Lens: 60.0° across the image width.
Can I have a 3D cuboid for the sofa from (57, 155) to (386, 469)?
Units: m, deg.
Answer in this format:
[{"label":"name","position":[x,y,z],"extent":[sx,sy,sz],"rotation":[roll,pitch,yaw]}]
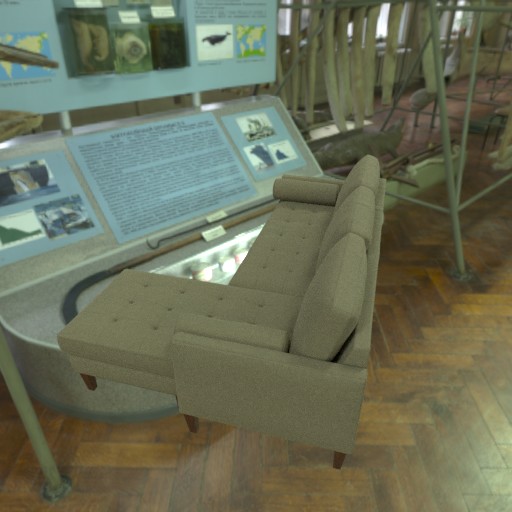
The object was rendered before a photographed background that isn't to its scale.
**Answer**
[{"label":"sofa","position":[0.000,0.000,2.854],"extent":[1.506,0.875,2.178],"rotation":[8,31,14]}]
